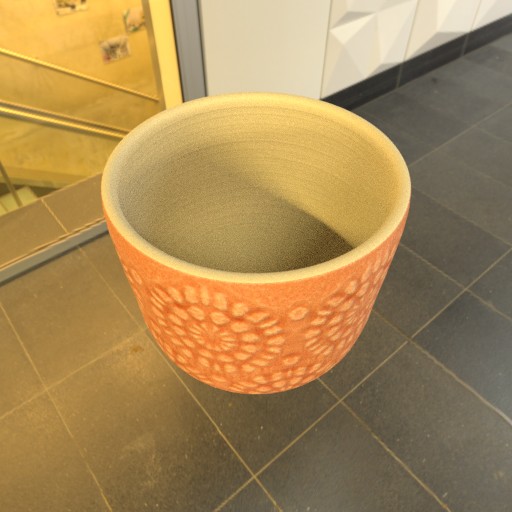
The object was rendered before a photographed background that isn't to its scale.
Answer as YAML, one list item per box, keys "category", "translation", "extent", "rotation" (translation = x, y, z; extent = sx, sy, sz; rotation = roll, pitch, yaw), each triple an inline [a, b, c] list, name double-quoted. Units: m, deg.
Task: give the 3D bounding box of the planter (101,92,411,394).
- category: "planter"
  translation: [0.000, 0.000, 0.219]
  extent: [0.124, 0.109, 0.124]
  rotation: [0, 48, 0]
